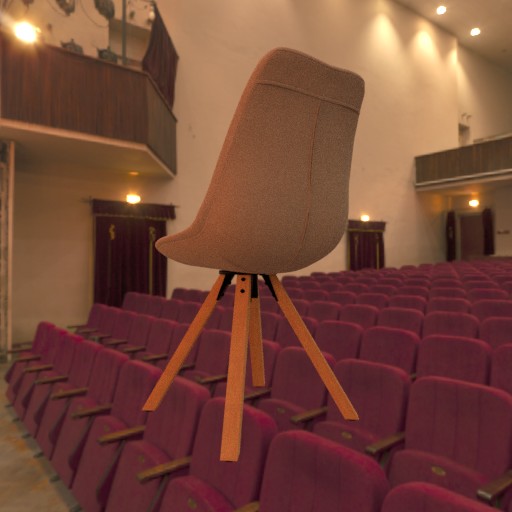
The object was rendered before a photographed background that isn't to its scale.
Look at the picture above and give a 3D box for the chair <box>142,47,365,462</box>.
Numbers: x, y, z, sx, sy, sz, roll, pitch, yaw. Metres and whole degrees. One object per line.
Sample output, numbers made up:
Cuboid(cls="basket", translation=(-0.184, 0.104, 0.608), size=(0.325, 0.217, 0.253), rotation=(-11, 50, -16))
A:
Cuboid(cls="chair", translation=(0.000, 0.000, 1.189), size=(0.474, 0.863, 0.549), rotation=(0, -1, -37))
